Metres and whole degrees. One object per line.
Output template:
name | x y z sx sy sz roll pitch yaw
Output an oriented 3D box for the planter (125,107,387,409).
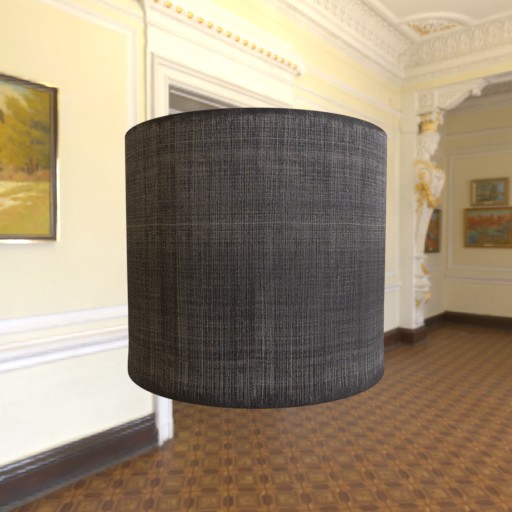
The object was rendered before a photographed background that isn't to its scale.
planter | 0.000 0.000 0.316 0.178 0.157 0.178 0 2 0
